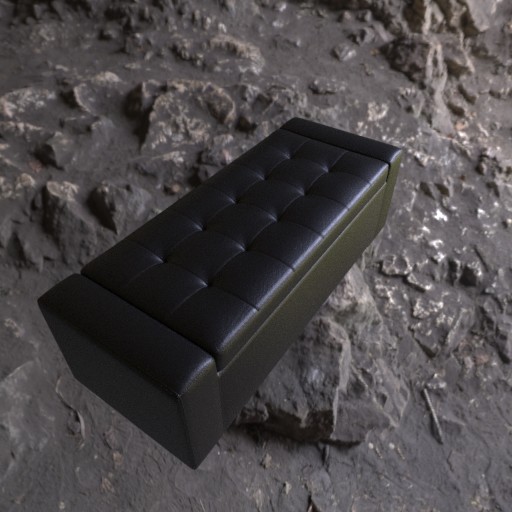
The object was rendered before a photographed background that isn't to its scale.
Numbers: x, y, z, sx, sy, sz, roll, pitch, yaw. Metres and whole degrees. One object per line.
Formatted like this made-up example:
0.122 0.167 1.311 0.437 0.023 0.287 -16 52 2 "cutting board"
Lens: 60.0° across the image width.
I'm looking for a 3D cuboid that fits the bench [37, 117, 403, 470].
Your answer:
0.000 0.000 1.567 0.508 0.445 1.296 25 48 25 "bench"
